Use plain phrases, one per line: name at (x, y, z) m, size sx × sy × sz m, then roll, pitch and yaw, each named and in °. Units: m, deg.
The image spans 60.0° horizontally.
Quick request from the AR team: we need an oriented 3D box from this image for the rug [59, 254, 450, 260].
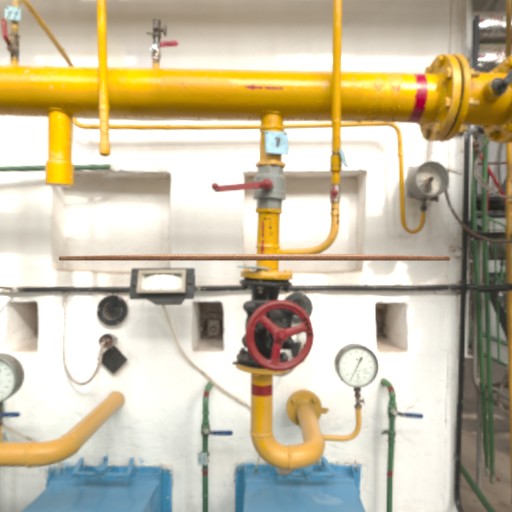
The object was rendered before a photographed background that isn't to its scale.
rug at (0.000, 0.000, 2.288) m, size 1.219 × 0.014 × 1.829 m, roll 0°, pitch 0°, yaw 0°
